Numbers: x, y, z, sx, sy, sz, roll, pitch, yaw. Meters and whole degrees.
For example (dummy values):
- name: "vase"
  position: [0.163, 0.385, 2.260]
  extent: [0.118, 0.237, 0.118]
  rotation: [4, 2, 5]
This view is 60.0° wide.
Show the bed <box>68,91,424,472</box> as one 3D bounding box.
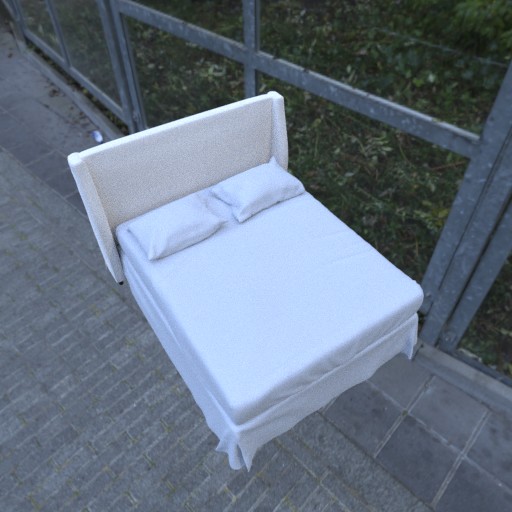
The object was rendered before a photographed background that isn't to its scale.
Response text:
- name: "bed"
  position: [0.000, 0.000, 3.477]
  extent: [1.925, 1.332, 2.276]
  rotation: [-25, 51, -22]
